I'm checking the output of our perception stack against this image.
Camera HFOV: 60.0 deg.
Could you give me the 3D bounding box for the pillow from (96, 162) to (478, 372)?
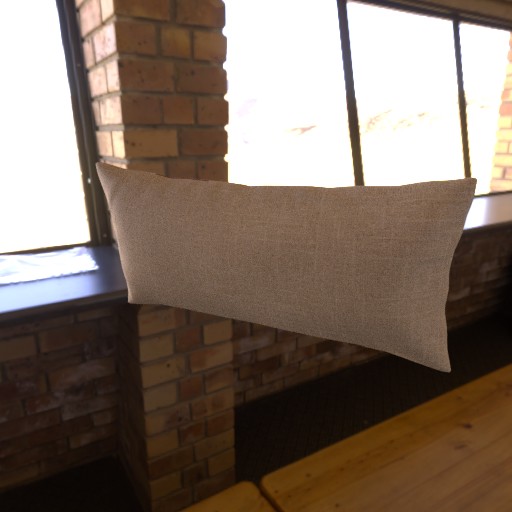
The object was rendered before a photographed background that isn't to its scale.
[{"bbox_3d":[0.000,0.000,0.716,0.612,0.282,0.155,8,17,26],"label":"pillow"}]
